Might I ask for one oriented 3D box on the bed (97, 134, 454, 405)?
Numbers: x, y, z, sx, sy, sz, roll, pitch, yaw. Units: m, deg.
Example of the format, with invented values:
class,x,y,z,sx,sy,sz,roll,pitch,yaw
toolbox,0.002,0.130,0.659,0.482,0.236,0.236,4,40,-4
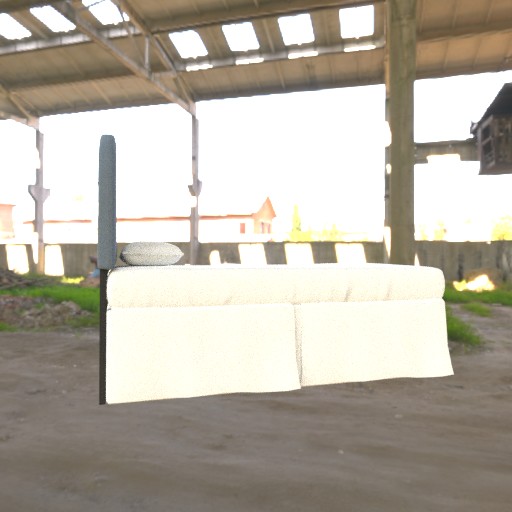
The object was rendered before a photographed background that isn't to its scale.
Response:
class,x,y,z,sx,sy,sz,roll,pitch,yaw
bed,0.000,0.000,3.045,2.005,1.410,1.607,0,-1,-18
